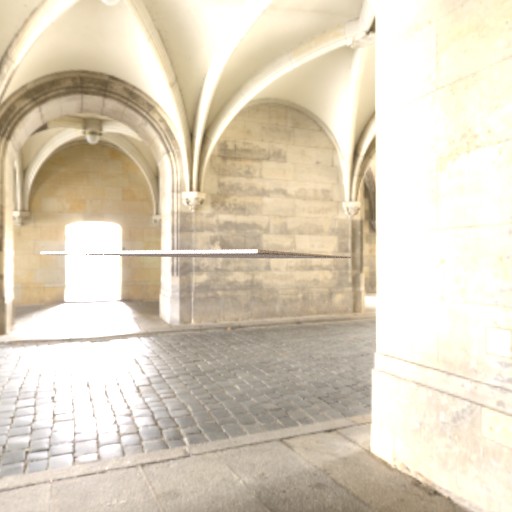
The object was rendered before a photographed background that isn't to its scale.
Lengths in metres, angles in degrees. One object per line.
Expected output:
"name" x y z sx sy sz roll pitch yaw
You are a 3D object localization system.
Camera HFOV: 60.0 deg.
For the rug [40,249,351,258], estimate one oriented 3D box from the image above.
"rug" 0.000 0.000 2.652 0.855 0.017 2.452 0 -1 19
